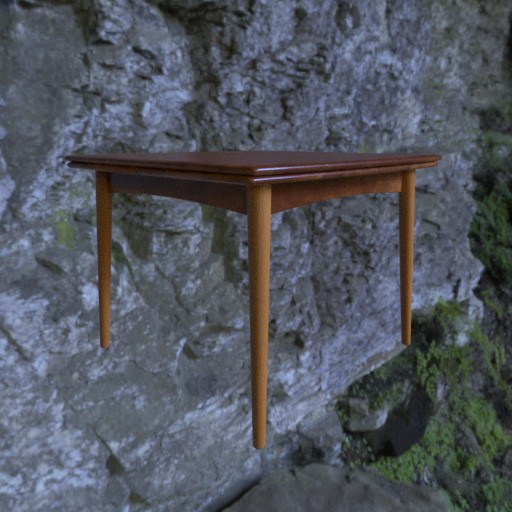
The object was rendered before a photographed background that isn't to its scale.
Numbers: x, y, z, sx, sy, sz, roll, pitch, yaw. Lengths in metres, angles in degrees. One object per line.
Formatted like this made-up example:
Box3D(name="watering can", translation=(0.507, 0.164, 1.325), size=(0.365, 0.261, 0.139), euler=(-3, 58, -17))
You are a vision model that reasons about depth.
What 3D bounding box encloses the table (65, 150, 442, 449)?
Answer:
Box3D(name="table", translation=(0.000, 0.000, 1.695), size=(0.991, 0.754, 0.991), euler=(14, 20, 42))
